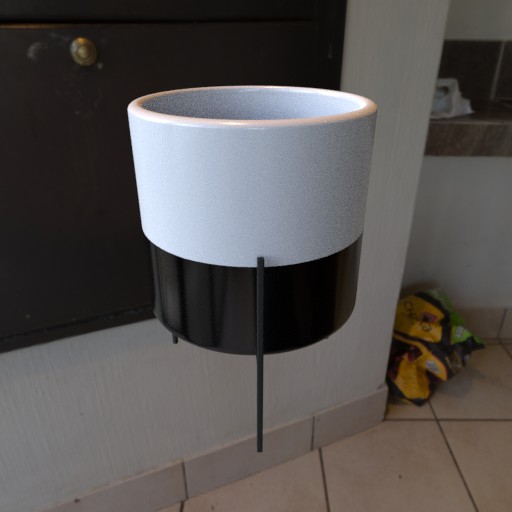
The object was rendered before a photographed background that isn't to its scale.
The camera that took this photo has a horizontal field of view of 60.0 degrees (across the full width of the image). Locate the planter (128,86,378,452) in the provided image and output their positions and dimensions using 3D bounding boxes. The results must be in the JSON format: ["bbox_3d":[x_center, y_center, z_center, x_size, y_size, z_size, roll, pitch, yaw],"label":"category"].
[{"bbox_3d":[0.000,0.000,0.643,0.310,0.432,0.310,-8,28,-16],"label":"planter"}]
